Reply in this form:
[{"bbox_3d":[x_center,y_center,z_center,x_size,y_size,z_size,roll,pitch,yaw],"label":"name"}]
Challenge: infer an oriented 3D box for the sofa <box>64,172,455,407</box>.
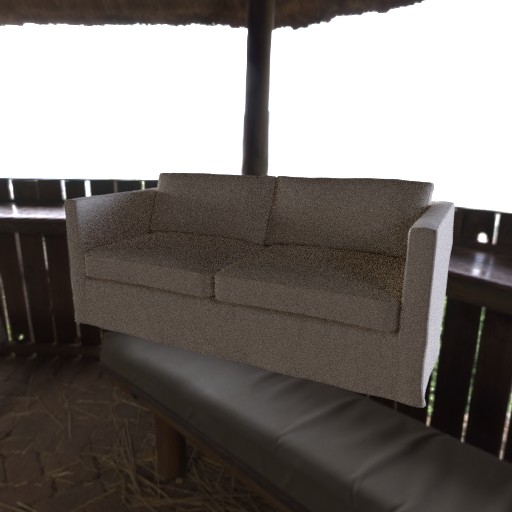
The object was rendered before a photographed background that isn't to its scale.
[{"bbox_3d":[0.000,0.000,2.497,1.987,0.870,0.940,7,16,26],"label":"sofa"}]
